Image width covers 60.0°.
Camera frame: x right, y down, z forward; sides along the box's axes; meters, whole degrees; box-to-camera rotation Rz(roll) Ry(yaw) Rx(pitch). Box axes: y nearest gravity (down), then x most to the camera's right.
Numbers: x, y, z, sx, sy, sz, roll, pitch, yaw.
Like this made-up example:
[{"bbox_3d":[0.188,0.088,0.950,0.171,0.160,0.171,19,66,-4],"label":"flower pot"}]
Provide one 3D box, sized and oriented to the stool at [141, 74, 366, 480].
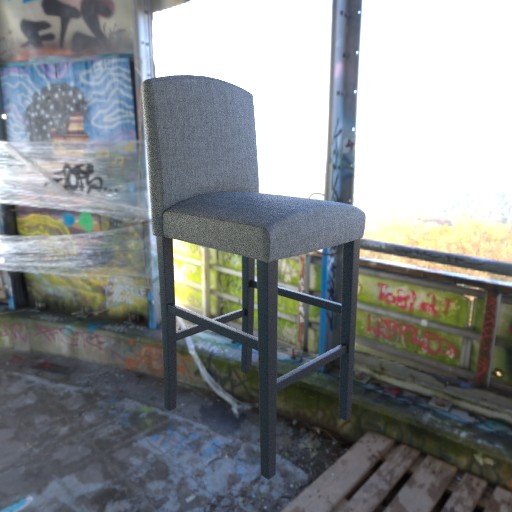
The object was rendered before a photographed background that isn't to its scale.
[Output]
[{"bbox_3d":[0.000,0.000,1.424,0.552,1.138,0.451,13,18,43],"label":"stool"}]
